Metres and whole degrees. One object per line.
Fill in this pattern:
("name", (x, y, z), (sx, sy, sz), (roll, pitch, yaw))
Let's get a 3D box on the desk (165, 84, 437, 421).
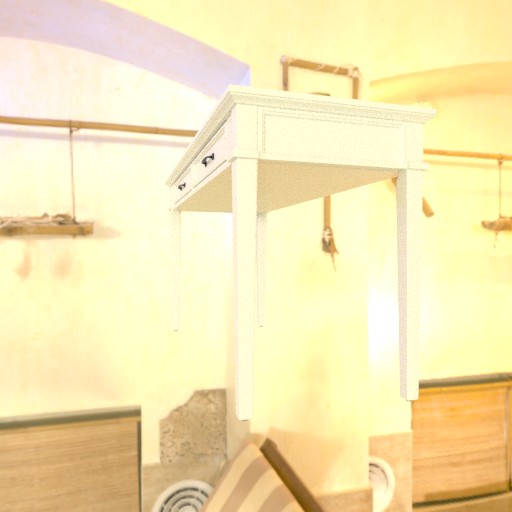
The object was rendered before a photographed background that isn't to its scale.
("desk", (0.000, 0.000, 1.730), (0.559, 0.774, 1.372), (0, 0, -17))
